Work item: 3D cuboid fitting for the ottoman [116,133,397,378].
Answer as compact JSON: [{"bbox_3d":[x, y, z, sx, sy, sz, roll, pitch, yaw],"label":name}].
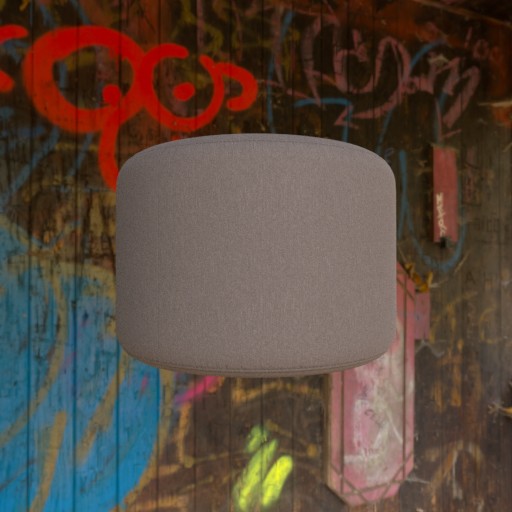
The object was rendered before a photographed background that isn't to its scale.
[{"bbox_3d":[0.000,0.000,1.008,0.608,0.433,0.608,0,-1,0],"label":"ottoman"}]
